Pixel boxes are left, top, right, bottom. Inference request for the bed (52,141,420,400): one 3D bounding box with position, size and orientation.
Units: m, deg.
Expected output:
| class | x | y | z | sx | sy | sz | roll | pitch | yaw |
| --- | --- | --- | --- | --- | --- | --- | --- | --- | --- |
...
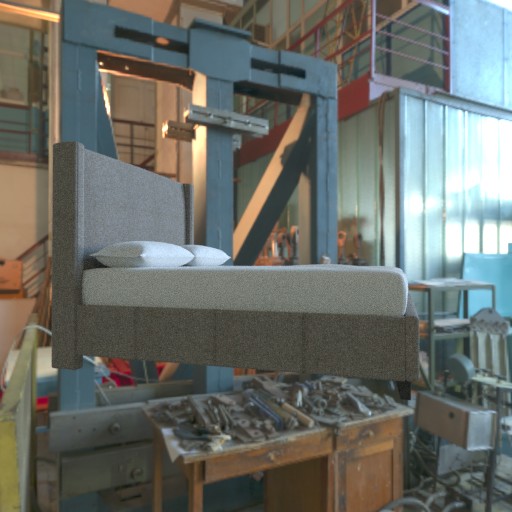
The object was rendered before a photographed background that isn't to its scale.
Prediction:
| class | x | y | z | sx | sy | sz | roll | pitch | yaw |
| --- | --- | --- | --- | --- | --- | --- | --- | --- | --- |
| bed | 0.000 | 0.000 | 3.344 | 2.245 | 1.481 | 1.714 | 0 | -1 | 18 |
